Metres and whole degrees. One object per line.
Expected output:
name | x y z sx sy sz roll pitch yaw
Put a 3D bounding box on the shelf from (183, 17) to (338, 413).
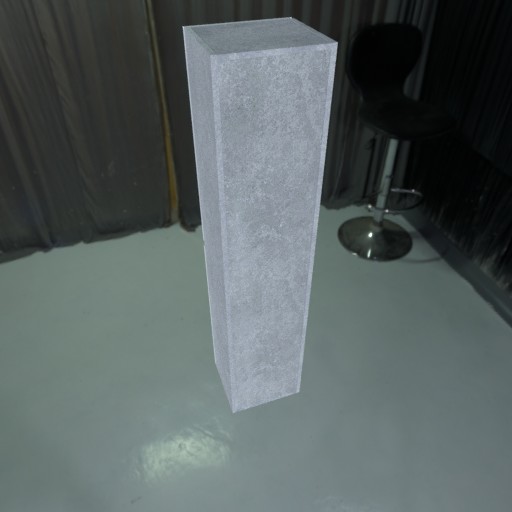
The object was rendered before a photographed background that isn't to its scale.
shelf | 0.000 0.000 1.519 0.300 1.400 0.270 -13 42 -15
